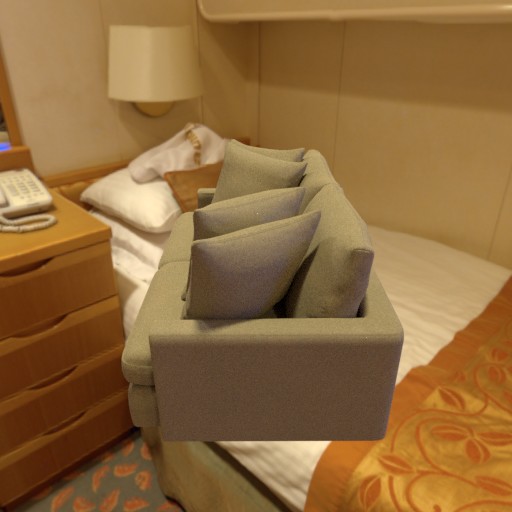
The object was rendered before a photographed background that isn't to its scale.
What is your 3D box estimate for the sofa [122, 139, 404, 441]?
[{"bbox_3d":[0.000,0.000,2.660,1.228,1.080,1.869,0,27,0],"label":"sofa"}]
